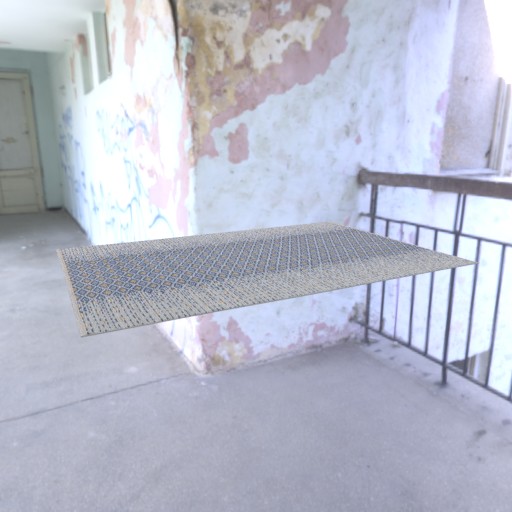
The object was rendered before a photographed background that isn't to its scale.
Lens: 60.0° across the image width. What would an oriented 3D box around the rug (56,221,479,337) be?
[{"bbox_3d":[0.000,0.000,2.289,1.828,0.005,1.219,-8,17,-26],"label":"rug"}]
